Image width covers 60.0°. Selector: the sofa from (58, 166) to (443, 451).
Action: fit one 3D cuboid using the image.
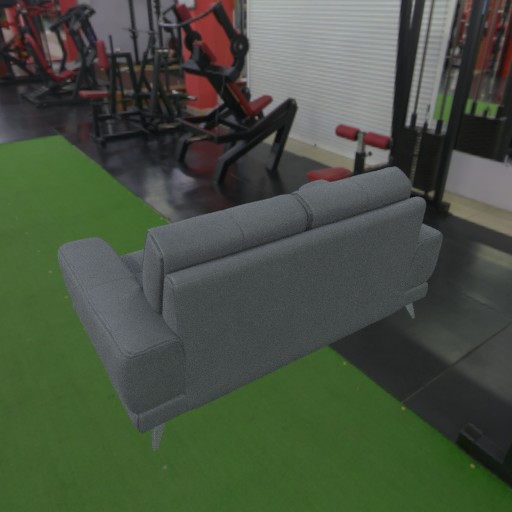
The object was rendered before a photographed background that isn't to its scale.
[{"bbox_3d":[0.000,0.000,2.348,1.806,0.907,1.018,-18,34,-29],"label":"sofa"}]
